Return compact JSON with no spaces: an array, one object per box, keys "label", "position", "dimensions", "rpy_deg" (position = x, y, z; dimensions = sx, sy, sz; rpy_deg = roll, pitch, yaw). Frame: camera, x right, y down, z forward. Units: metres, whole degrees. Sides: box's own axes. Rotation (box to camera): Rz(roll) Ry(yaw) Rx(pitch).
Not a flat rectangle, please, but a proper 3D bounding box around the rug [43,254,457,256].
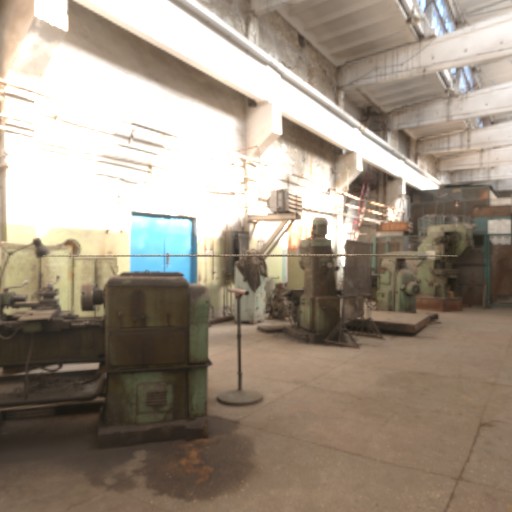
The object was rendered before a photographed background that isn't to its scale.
[{"label":"rug","position":[0.000,0.000,4.148],"dimensions":[3.037,0.010,2.453],"rpy_deg":[0,0,36]}]
